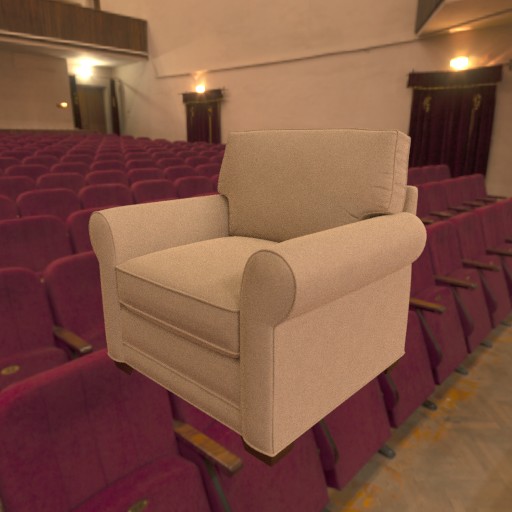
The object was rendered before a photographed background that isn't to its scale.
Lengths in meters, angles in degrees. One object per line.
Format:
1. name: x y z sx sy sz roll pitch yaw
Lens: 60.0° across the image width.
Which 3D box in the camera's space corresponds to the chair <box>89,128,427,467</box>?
1. chair: 0.000 0.000 1.715 1.040 0.955 0.863 14 20 41
